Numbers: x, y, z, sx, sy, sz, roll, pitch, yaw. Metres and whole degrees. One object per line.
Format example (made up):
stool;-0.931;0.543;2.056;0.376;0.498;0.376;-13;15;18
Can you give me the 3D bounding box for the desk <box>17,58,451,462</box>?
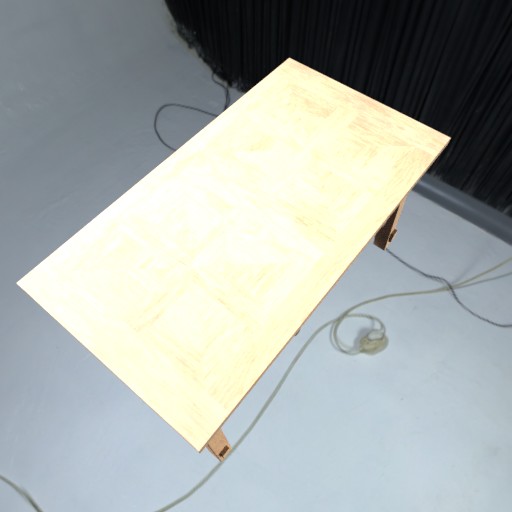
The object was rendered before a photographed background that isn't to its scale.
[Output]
desk;0.000;0.000;1.949;0.813;0.762;1.499;35;65;19
